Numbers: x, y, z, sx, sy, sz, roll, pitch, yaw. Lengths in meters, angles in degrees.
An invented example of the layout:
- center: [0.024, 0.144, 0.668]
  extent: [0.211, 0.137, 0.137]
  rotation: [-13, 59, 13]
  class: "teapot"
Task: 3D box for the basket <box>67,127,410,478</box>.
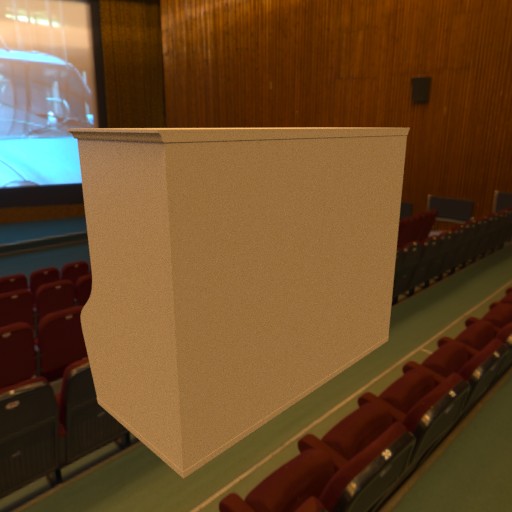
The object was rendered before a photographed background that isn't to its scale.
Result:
- center: [0.000, 0.000, 1.127]
  extent: [0.376, 0.625, 0.792]
  rotation: [15, 22, 42]
  class: "basket"
